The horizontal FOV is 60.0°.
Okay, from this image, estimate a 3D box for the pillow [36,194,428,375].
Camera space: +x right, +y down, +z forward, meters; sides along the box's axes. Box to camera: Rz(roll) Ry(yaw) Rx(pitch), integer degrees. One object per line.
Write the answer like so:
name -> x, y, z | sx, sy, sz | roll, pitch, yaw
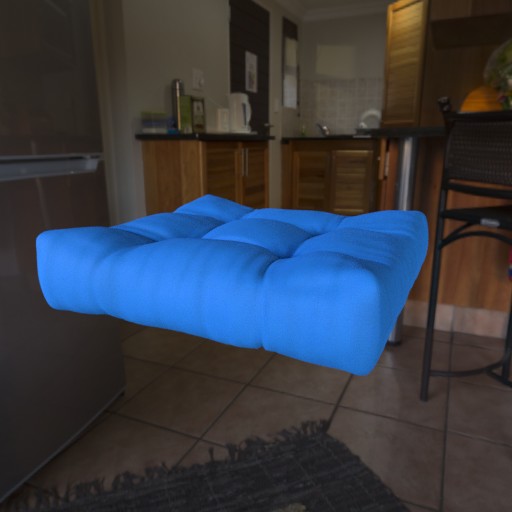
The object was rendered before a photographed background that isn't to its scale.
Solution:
pillow -> 0.000, 0.000, 0.720 | 0.490, 0.128, 0.468 | 8, 17, 25
